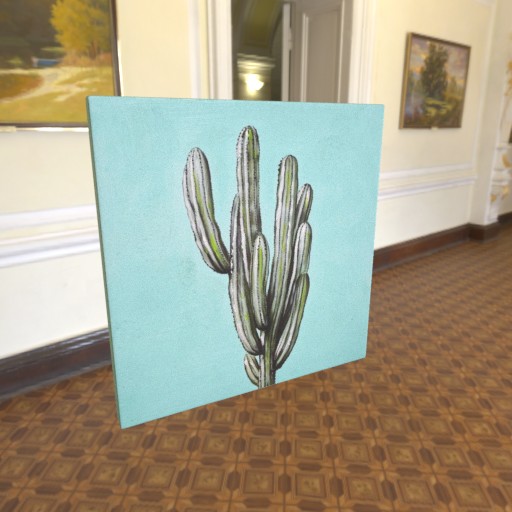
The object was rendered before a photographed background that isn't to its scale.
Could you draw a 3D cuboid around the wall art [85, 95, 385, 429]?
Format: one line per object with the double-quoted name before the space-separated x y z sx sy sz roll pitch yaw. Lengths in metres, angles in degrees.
"wall art" 0.000 0.000 1.624 1.071 1.073 0.070 -8 18 -27
